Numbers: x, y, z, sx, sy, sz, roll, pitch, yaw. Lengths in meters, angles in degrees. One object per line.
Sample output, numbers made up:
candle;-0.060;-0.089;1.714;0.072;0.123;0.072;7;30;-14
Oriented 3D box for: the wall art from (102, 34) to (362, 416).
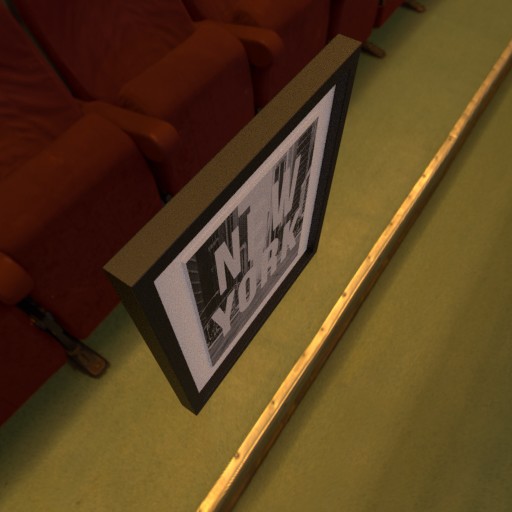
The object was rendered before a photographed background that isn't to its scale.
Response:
wall art;0.000;0.000;0.527;0.028;0.381;0.328;30;63;17
